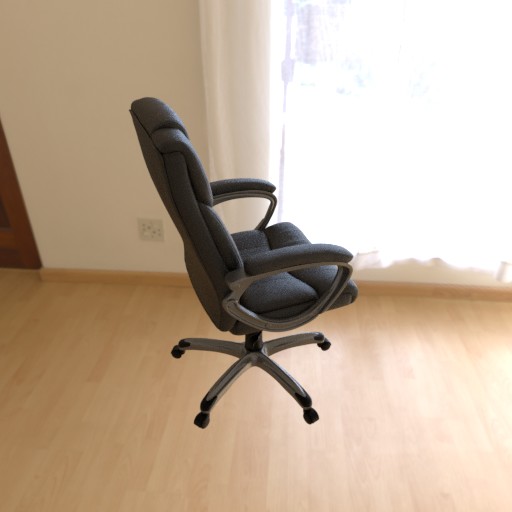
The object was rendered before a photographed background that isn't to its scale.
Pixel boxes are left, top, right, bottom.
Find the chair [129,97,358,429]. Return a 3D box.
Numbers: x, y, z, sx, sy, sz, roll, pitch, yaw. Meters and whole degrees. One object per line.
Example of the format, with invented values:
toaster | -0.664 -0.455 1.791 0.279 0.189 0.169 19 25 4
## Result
chair | 0.000 0.000 1.630 0.719 1.130 0.721 -11 33 -17
